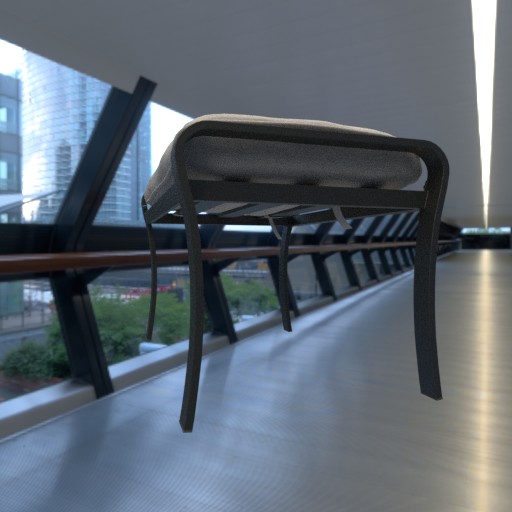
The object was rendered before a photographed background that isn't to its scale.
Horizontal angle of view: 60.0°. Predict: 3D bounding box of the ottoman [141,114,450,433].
[{"bbox_3d":[0.000,0.000,0.885,0.406,0.422,0.610,0,1,-18],"label":"ottoman"}]
